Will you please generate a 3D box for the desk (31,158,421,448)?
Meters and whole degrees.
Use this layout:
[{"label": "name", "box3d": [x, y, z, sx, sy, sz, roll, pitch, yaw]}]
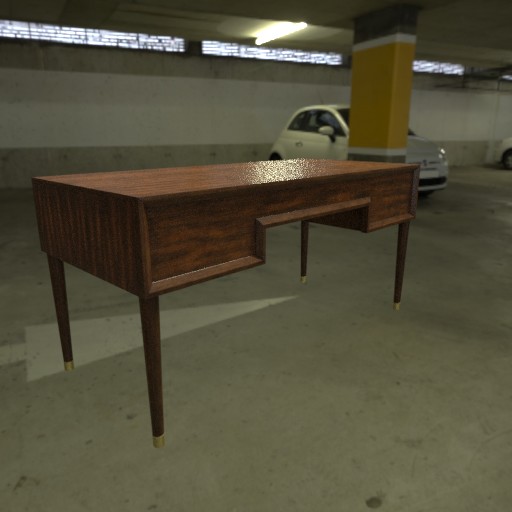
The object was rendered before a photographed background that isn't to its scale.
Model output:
[{"label": "desk", "box3d": [0.000, 0.000, 1.986, 0.724, 0.762, 1.575, 15, 22, 42]}]
